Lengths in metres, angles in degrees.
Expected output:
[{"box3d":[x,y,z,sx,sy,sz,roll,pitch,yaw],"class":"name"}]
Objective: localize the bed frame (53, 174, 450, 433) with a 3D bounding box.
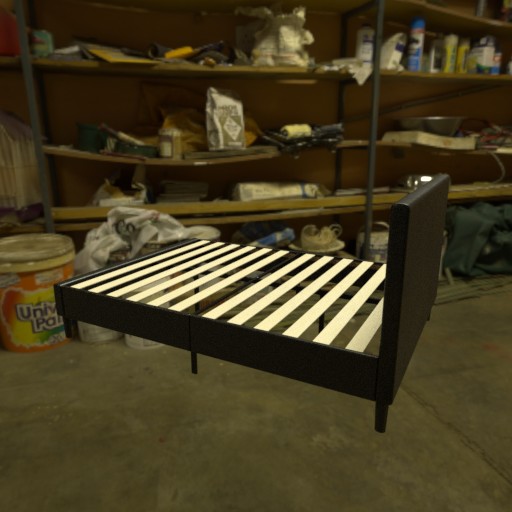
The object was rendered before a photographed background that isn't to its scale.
[{"box3d":[0.000,0.000,3.191,2.318,1.127,1.634,8,17,27],"class":"bed frame"}]
